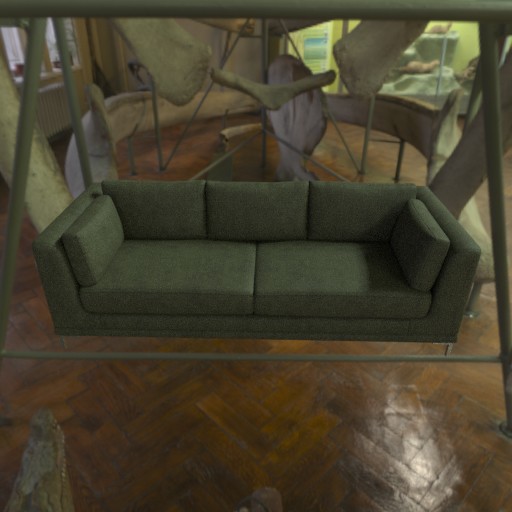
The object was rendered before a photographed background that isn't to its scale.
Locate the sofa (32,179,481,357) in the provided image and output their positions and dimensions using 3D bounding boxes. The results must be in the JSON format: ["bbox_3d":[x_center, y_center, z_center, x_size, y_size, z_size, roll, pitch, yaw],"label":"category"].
[{"bbox_3d":[0.000,0.000,2.909,2.415,0.867,0.969,1,29,2],"label":"sofa"}]
